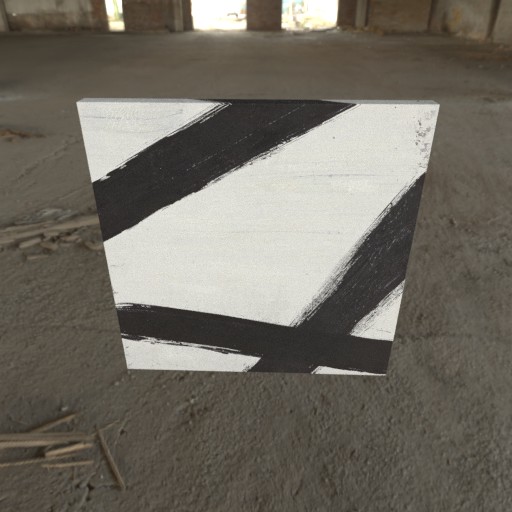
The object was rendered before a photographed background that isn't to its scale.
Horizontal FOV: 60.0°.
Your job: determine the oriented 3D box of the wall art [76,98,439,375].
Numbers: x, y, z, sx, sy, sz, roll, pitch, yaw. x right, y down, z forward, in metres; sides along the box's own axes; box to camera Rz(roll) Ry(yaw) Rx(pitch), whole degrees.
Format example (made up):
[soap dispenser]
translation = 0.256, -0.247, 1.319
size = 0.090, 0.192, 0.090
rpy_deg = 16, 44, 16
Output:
[wall art]
translation = 0.000, 0.000, 1.141
size = 0.765, 0.765, 0.046
rpy_deg = 1, 30, 2
